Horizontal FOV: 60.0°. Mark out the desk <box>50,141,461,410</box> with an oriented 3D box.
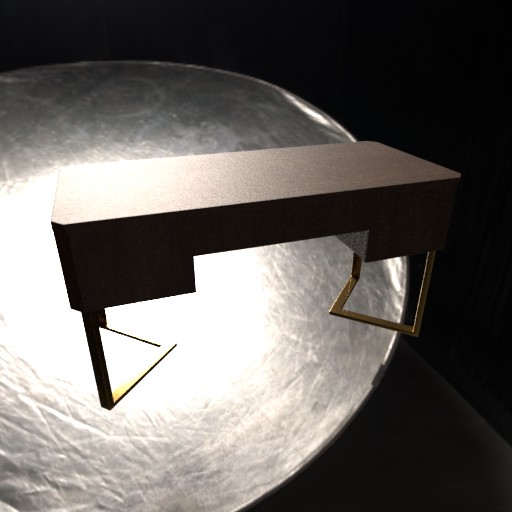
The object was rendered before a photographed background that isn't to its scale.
[{"bbox_3d":[0.000,0.000,1.934,1.479,0.762,0.684,-9,28,-17],"label":"desk"}]
